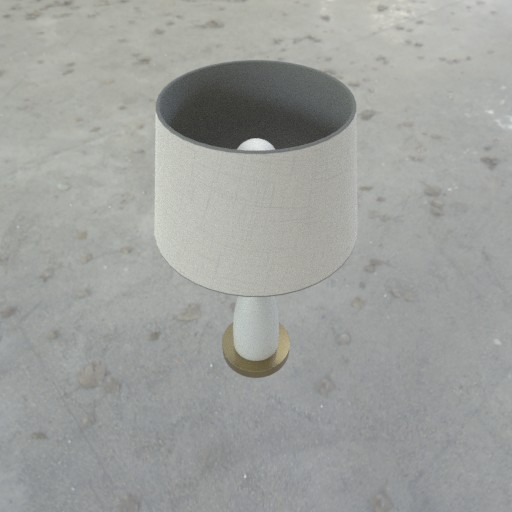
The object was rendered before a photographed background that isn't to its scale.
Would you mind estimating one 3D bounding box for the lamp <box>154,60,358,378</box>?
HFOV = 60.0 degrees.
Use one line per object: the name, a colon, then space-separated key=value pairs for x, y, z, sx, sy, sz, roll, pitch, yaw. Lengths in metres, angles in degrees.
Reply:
lamp: x=0.000 y=0.000 z=0.737 sx=0.309 sy=0.545 sz=0.309 roll=0 pitch=45 yaw=0
